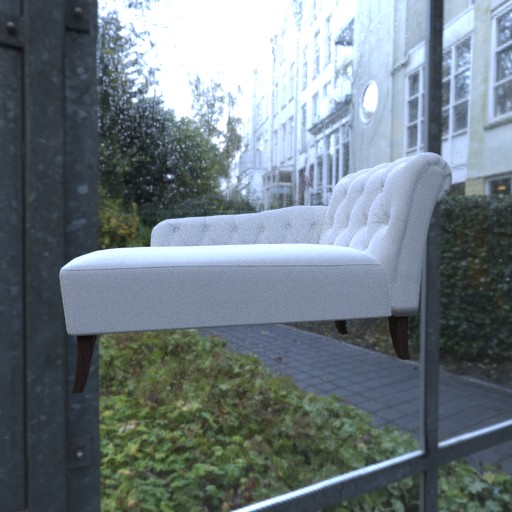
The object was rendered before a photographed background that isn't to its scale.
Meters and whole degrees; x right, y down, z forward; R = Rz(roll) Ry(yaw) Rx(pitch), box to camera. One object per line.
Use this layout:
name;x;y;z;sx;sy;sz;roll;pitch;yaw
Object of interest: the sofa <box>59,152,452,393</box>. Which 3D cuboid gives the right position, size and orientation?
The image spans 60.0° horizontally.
sofa;0.000;0.000;1.776;1.379;0.787;0.675;-1;2;-17
